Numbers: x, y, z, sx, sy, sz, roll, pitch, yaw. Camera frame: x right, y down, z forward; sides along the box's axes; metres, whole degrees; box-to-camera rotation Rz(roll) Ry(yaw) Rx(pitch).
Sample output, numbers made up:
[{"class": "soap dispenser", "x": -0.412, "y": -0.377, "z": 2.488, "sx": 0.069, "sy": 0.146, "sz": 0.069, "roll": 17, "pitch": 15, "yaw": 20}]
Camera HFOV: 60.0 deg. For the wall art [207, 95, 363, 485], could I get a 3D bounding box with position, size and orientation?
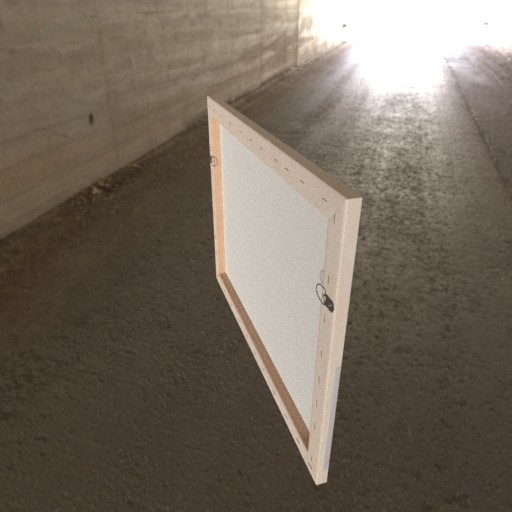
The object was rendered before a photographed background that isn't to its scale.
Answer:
[{"class": "wall art", "x": 0.000, "y": 0.000, "z": 1.603, "sx": 0.042, "sy": 0.912, "sz": 1.219, "roll": -9, "pitch": 31, "yaw": -16}]
